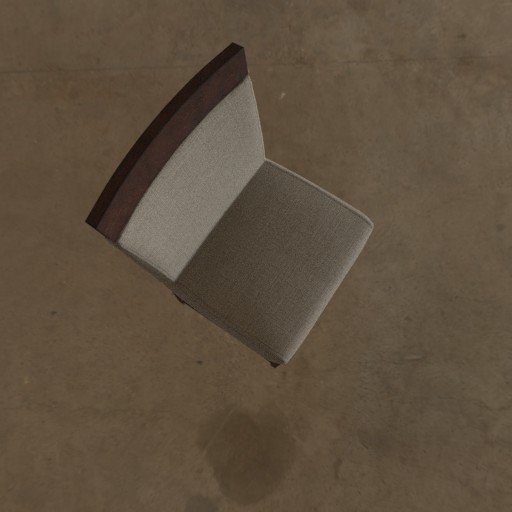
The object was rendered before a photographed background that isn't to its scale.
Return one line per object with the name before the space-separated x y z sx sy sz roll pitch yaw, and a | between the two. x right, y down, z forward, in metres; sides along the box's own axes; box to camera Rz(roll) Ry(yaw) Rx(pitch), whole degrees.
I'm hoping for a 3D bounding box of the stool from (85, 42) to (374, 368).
stool | 0.000 0.000 1.423 0.531 1.117 0.511 33 78 8
